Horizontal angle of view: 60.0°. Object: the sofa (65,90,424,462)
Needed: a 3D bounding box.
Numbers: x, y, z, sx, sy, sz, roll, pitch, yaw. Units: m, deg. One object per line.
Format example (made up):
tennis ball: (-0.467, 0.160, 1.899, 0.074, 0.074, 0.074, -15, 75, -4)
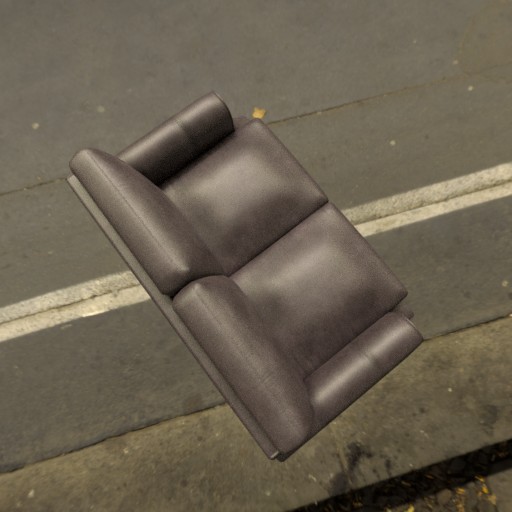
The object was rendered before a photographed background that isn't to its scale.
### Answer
sofa: (0.000, 0.000, 2.279, 1.030, 0.979, 1.663, -37, 80, -8)
